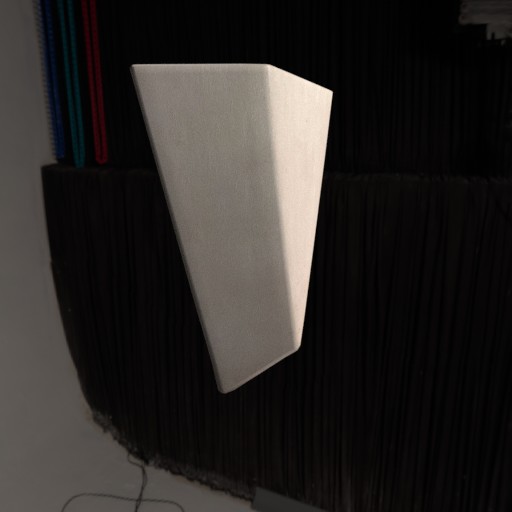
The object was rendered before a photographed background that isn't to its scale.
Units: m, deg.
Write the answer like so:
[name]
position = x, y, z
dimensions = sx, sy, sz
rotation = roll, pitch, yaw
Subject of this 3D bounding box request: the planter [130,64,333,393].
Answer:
[planter]
position = 0.000, 0.000, 0.269
dimensions = 0.060, 0.197, 0.150
rotation = 6, 15, 24
